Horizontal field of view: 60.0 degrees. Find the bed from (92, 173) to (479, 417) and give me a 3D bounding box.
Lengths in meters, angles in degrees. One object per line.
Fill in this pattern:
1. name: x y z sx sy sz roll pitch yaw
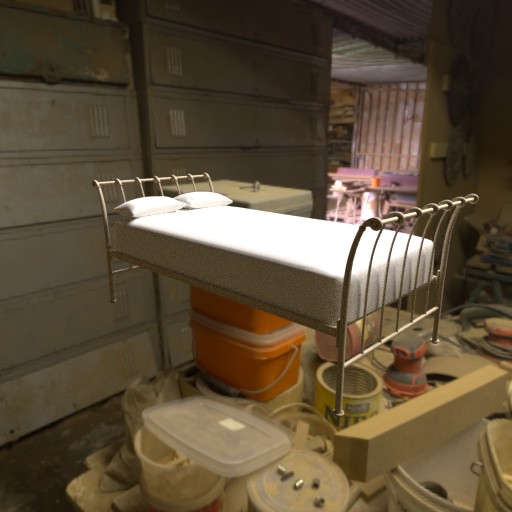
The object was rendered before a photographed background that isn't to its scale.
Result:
1. bed: 0.000 0.000 2.787 2.228 0.873 1.032 14 20 43
